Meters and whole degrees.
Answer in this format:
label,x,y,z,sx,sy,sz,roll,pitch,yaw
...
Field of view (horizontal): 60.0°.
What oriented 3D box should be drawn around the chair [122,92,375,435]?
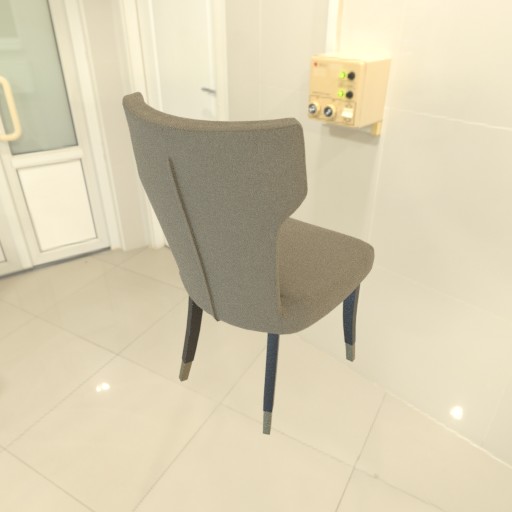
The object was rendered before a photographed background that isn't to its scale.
label,x,y,z,sx,sy,sz,roll,pitch,yaw
chair,0.000,0.000,1.341,0.526,0.955,0.630,21,37,31
